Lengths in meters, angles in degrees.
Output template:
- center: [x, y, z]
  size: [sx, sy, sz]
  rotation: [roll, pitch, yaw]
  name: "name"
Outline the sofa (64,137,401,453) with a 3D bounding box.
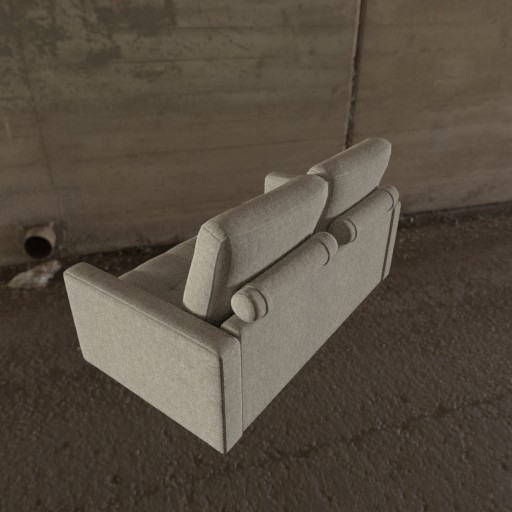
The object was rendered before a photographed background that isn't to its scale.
- center: [0.000, 0.000, 1.989]
  size: [0.842, 0.907, 1.407]
  rotation: [20, 35, 31]
  name: "sofa"
